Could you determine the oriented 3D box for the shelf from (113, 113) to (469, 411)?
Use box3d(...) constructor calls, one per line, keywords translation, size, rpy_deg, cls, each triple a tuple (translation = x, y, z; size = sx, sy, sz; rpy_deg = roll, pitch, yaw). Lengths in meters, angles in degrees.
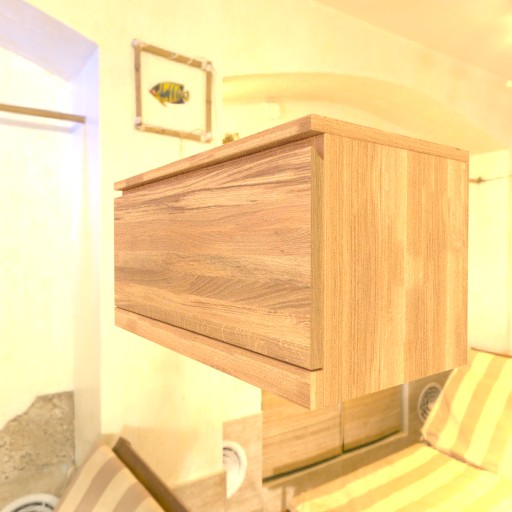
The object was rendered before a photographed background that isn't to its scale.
box3d(translation=(0.000, 0.000, 1.033), size=(0.400, 0.400, 0.800), rpy_deg=(-1, 2, -36), cls="shelf")
